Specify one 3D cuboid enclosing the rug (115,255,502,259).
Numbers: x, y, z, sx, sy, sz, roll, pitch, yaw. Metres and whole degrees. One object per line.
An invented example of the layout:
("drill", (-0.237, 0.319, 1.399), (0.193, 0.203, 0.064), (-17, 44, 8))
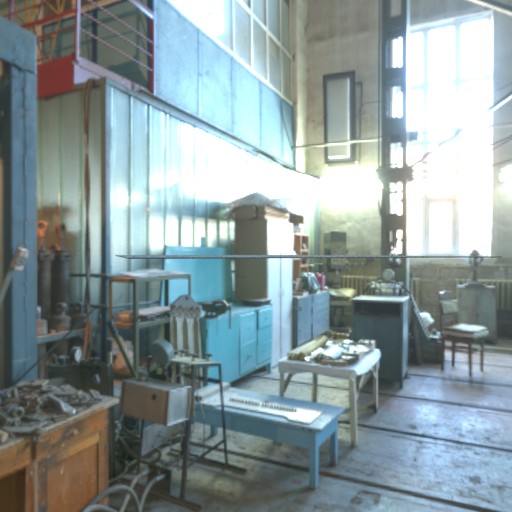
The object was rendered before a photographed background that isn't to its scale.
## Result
("rug", (0.000, 0.000, 4.103), (2.443, 0.007, 3.200), (0, 0, -19))
